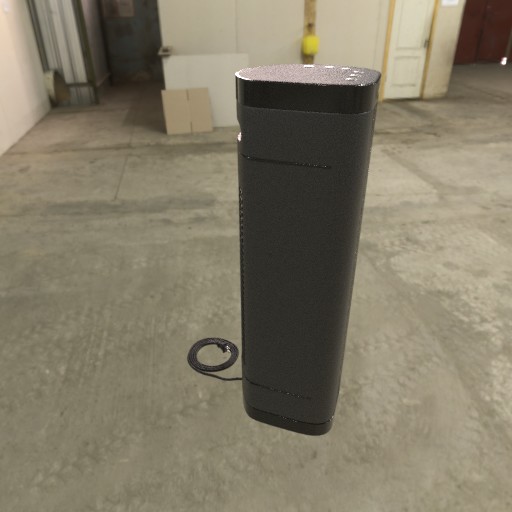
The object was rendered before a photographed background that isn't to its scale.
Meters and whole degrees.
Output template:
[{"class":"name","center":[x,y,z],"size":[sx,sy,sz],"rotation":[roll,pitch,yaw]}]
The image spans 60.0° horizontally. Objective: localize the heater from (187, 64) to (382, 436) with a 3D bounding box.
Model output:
[{"class":"heater","center":[0.000,0.000,0.702],"size":[0.312,0.552,0.174],"rotation":[10,32,16]}]
